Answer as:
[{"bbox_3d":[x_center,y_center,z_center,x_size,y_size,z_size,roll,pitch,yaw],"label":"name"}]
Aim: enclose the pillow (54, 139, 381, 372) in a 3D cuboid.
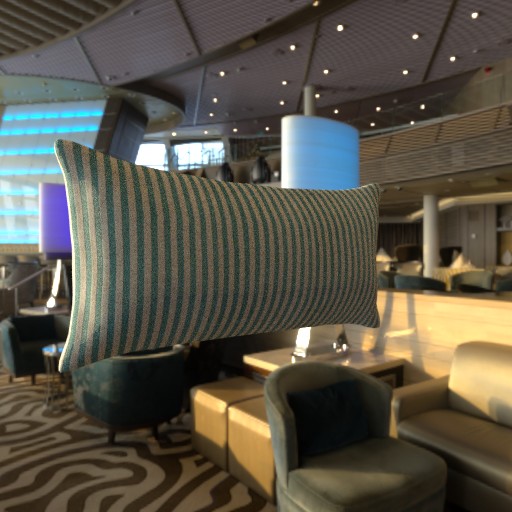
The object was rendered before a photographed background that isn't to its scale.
[{"bbox_3d":[0.000,0.000,0.733,0.617,0.295,0.151,0,0,-35],"label":"pillow"}]
